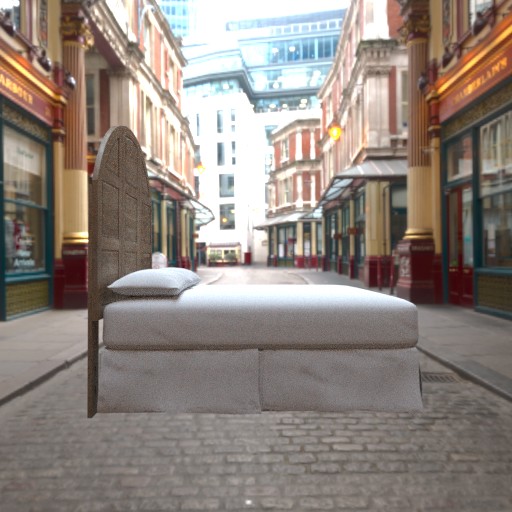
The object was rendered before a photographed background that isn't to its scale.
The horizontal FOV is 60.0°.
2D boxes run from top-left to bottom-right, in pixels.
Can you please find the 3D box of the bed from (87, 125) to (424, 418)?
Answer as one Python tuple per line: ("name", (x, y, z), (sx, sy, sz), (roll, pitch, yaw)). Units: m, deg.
("bed", (0.000, 0.000, 3.556), (2.112, 2.002, 1.713), (0, -1, -2))
